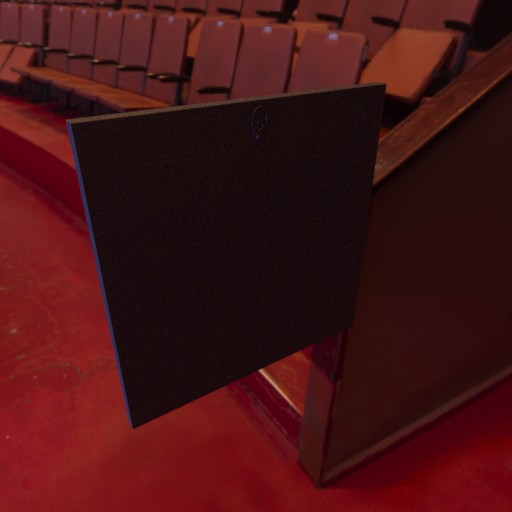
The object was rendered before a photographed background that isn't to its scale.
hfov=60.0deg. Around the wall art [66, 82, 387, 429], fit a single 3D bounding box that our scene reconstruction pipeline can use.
[{"bbox_3d":[0.000,0.000,1.186,0.805,0.807,0.043,-18,34,-28],"label":"wall art"}]
